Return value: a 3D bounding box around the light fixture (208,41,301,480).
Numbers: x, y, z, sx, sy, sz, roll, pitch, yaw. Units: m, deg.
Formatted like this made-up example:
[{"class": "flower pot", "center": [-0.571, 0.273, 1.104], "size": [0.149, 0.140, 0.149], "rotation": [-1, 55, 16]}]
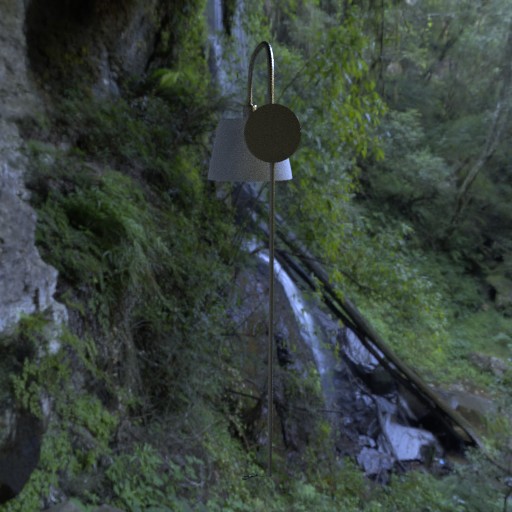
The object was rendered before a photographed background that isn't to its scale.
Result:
[{"class": "light fixture", "center": [0.000, 0.000, 0.465], "size": [0.092, 0.399, 0.176], "rotation": [-2, 14, -9]}]
